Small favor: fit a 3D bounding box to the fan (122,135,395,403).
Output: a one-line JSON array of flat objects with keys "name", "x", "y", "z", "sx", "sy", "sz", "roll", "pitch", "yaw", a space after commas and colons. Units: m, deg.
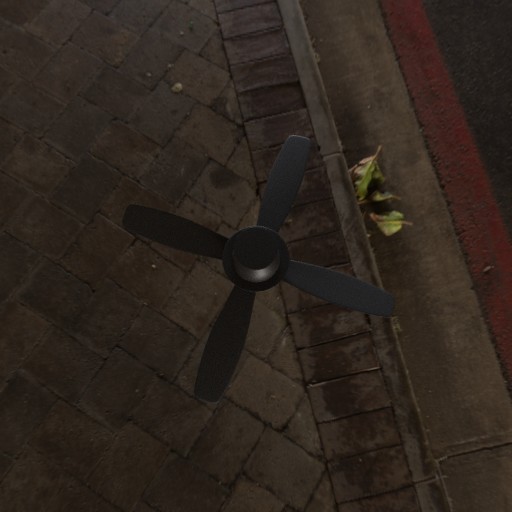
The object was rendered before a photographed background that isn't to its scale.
[{"name": "fan", "x": 0.000, "y": 0.000, "z": 2.526, "sx": 1.694, "sy": 0.382, "sz": 1.694, "roll": 19, "pitch": 78, "yaw": 4}]
